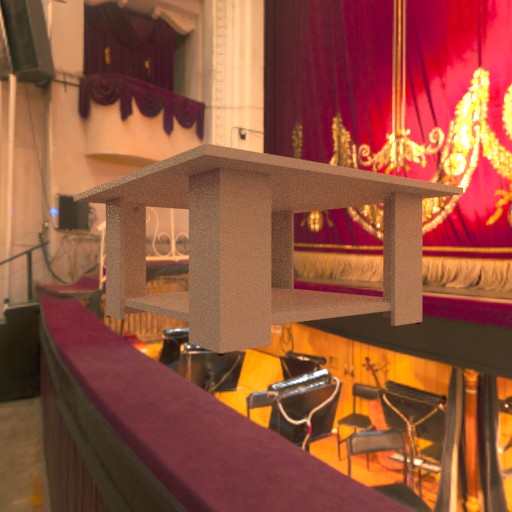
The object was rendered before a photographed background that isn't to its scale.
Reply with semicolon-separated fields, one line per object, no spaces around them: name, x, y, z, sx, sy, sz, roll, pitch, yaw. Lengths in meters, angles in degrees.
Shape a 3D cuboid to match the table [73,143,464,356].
table;0.000;0.000;1.070;0.670;0.305;0.670;0;0;-37
